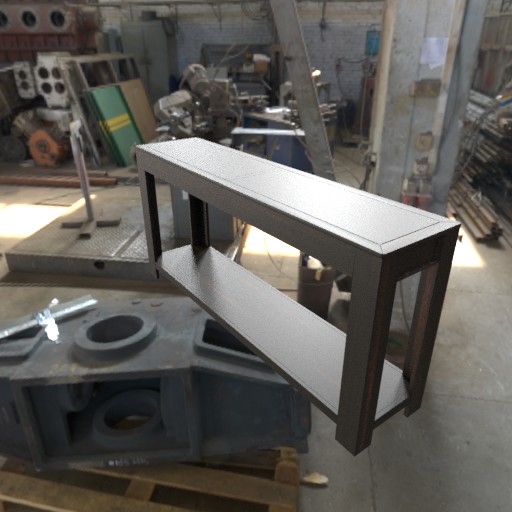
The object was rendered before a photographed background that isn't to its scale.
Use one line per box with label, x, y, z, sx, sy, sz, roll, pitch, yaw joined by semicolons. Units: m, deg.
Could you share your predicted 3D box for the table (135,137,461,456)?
table;0.000;0.000;2.017;0.384;0.762;1.631;-18;32;-32
